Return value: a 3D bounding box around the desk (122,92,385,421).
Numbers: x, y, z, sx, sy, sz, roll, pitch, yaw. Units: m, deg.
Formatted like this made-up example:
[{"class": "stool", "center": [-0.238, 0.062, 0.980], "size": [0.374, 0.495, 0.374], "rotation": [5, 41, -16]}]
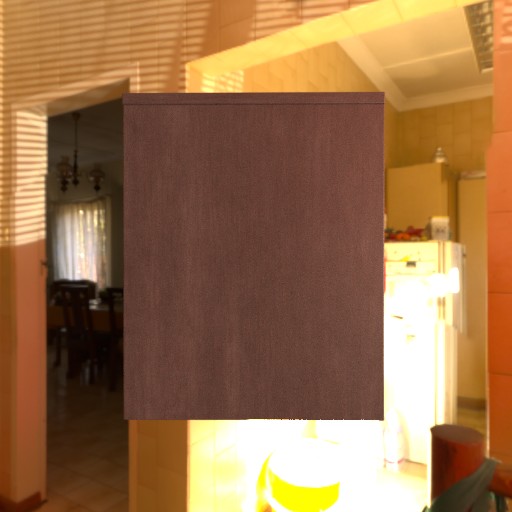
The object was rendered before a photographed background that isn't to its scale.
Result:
[{"class": "desk", "center": [0.000, 0.000, 1.561], "size": [0.600, 0.750, 1.100], "rotation": [0, 0, 1]}]
